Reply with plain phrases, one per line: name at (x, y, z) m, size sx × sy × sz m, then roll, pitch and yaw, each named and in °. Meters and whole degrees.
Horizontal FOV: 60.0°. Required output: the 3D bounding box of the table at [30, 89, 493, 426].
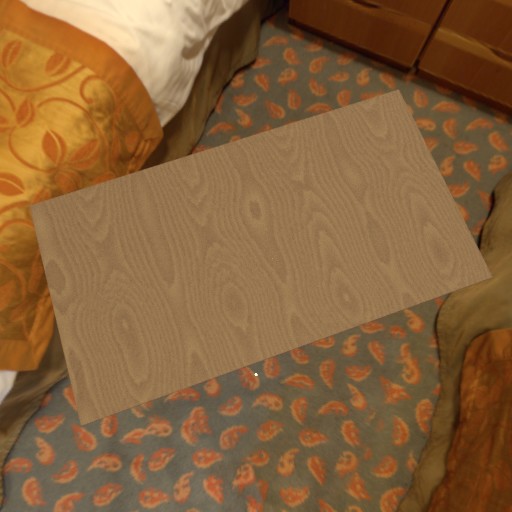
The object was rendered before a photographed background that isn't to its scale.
table at (0.000, 0.000, 1.453) m, size 1.197 × 0.347 × 0.651 m, roll -19°, pitch 76°, yaw -5°
